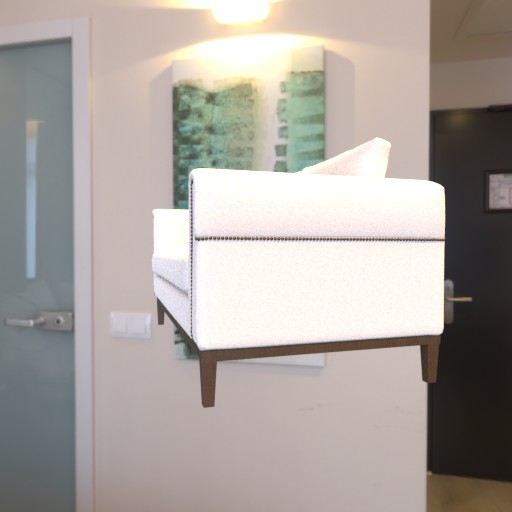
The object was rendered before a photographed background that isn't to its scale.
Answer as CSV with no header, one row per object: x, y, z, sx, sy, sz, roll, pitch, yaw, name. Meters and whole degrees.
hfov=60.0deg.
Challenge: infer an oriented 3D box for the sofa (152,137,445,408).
0.000,0.000,2.157,0.905,0.873,1.598,0,1,-17,sofa
